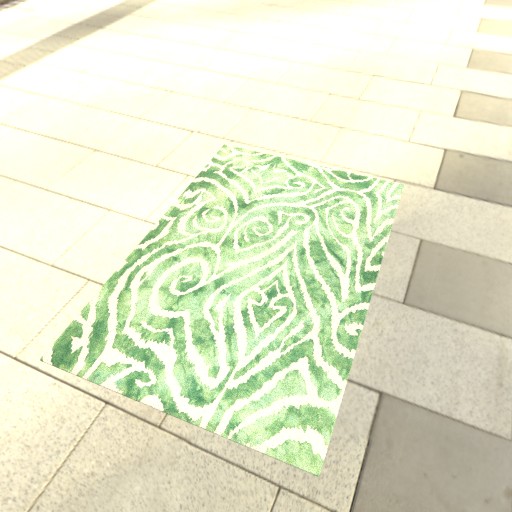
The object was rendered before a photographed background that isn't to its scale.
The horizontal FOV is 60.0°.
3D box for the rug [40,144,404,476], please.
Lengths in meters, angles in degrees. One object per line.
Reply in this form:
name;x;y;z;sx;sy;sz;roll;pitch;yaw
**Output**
rug;0.000;0.000;2.293;1.220;0.006;1.826;16;48;15
